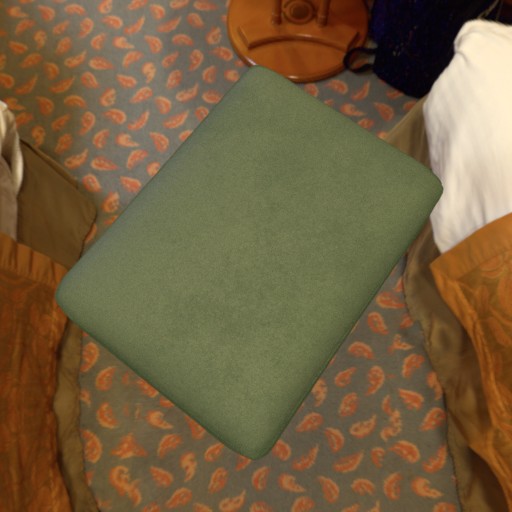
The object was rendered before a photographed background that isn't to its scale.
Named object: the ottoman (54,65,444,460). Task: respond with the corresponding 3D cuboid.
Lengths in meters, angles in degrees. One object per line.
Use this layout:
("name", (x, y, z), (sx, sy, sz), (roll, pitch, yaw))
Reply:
("ottoman", (0.000, 0.000, 1.185), (0.608, 0.449, 0.811), (36, 77, 9))
